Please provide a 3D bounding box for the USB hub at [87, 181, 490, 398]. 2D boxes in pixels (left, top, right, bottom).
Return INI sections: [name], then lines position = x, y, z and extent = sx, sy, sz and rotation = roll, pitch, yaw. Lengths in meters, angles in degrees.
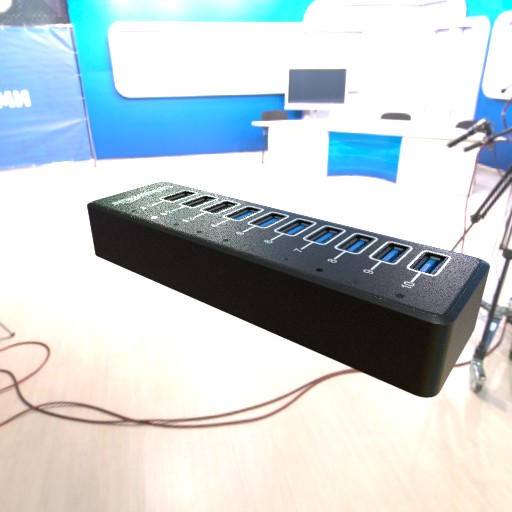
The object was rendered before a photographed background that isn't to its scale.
[USB hub]
position = 0.000, 0.000, 0.161
extent = 0.145, 0.023, 0.044
rotation = 18, 31, 33
